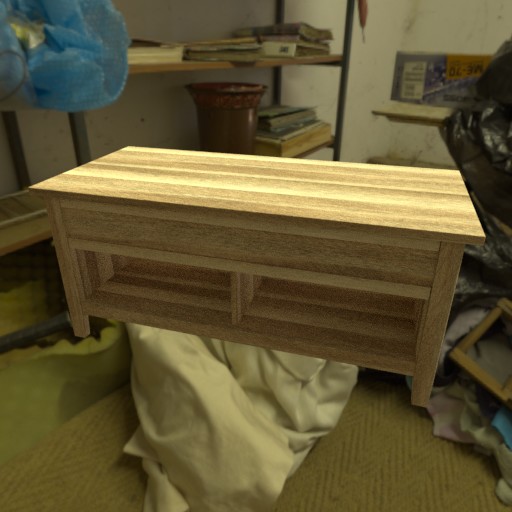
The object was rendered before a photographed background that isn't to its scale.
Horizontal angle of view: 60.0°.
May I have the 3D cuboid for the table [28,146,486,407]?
[{"bbox_3d":[0.000,0.000,1.335,1.095,0.480,0.493,8,28,15],"label":"table"}]
